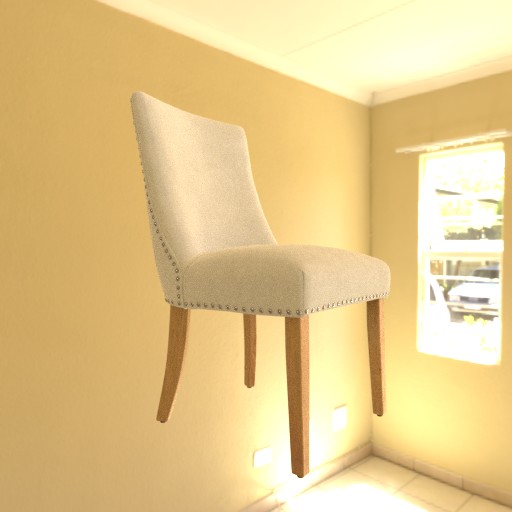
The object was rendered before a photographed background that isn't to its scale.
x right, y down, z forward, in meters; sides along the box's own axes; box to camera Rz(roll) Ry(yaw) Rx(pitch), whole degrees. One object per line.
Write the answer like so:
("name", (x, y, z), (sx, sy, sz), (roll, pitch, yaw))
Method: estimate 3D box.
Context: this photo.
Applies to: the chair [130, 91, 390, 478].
("chair", (0.000, 0.000, 1.244), (0.610, 0.902, 0.495), (1, 1, 37))
